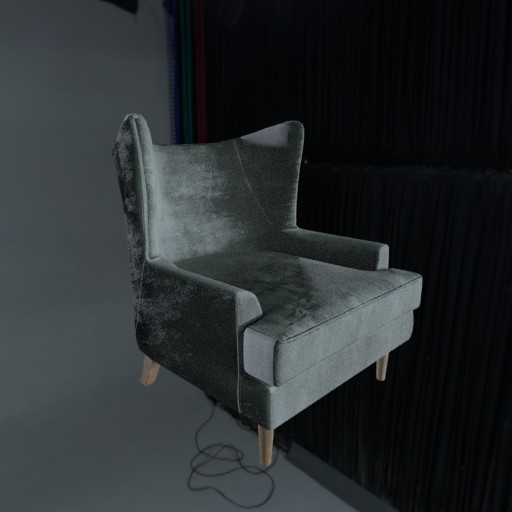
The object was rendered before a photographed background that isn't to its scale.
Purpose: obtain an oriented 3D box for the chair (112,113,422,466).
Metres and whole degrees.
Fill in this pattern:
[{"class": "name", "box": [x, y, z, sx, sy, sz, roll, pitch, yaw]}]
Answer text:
[{"class": "chair", "box": [0.000, 0.000, 1.575, 0.906, 0.950, 0.784, 14, 20, 43]}]
